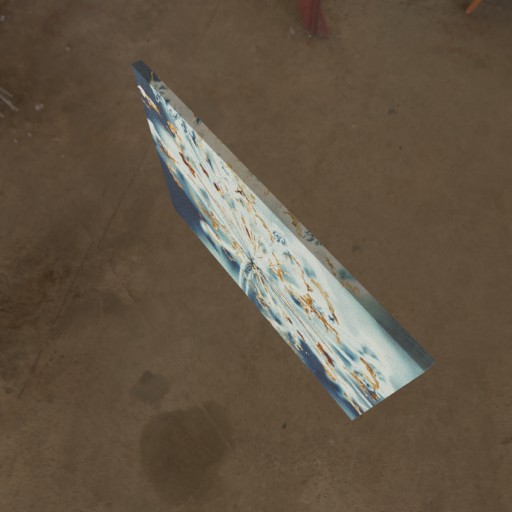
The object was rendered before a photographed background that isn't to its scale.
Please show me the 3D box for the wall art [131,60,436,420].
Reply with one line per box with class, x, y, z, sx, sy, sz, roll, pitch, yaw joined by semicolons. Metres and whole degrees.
wall art;0.000;0.000;1.438;0.035;0.759;1.138;-35;68;-16
